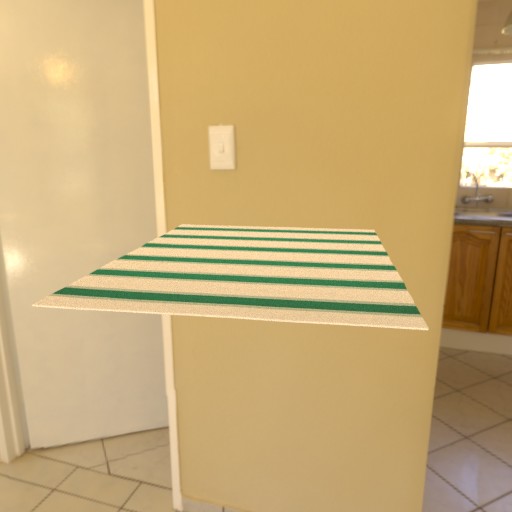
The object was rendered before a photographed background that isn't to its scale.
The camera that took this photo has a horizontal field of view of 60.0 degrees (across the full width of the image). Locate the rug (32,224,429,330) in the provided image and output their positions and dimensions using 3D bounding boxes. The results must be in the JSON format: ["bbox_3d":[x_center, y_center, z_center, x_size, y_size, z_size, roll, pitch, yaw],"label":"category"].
[{"bbox_3d":[0.000,0.000,4.102,2.434,0.019,3.041,2,14,9],"label":"rug"}]
